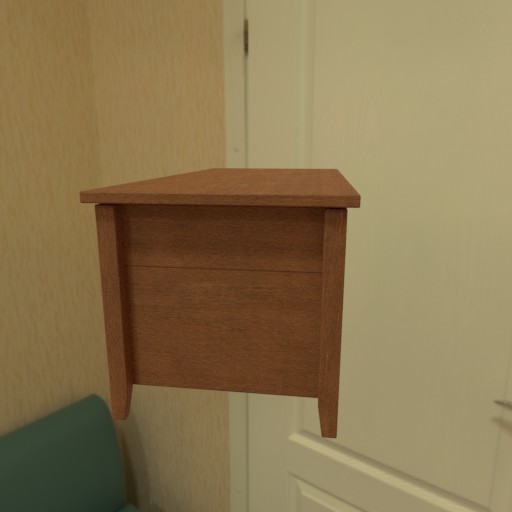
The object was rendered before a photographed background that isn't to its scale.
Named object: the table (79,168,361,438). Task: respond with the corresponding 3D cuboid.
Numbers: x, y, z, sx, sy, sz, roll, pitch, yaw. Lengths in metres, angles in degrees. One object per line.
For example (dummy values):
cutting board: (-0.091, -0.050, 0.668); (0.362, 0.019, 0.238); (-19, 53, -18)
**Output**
table: (0.000, 0.000, 1.284); (0.483, 0.457, 1.016); (2, 14, 8)
